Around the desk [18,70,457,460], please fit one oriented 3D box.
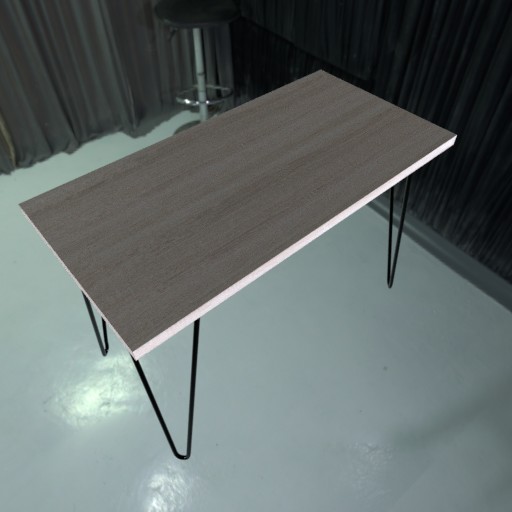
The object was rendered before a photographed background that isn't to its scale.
[{"bbox_3d":[0.000,0.000,1.339,0.991,0.660,0.499,-33,56,-26],"label":"desk"}]
